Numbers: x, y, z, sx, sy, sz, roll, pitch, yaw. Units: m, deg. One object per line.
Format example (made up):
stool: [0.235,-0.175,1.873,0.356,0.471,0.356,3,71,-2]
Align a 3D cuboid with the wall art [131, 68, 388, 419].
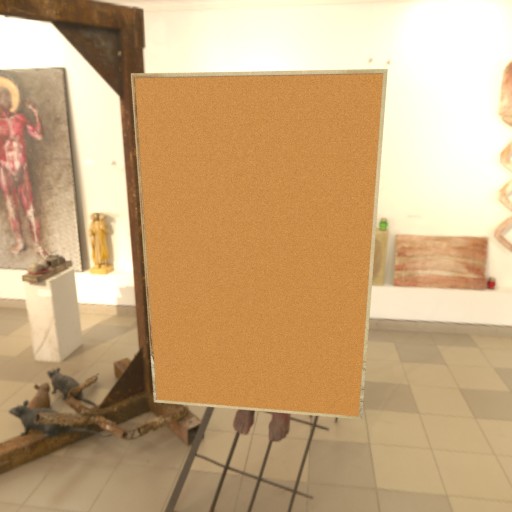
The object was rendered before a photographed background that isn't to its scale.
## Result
wall art: [0.000,0.000,0.788,0.403,0.607,0.036,2,16,8]
